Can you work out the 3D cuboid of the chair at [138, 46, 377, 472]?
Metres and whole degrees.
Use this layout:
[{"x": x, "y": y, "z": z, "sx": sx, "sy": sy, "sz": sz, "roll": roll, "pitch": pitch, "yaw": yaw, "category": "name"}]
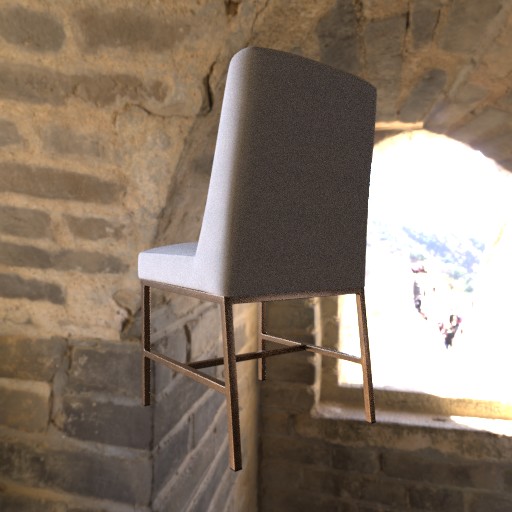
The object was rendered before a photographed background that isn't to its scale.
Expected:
[{"x": 0.000, "y": 0.000, "z": 1.298, "sx": 0.503, "sy": 0.933, "sz": 0.597, "roll": 0, "pitch": 1, "yaw": -36, "category": "chair"}]
